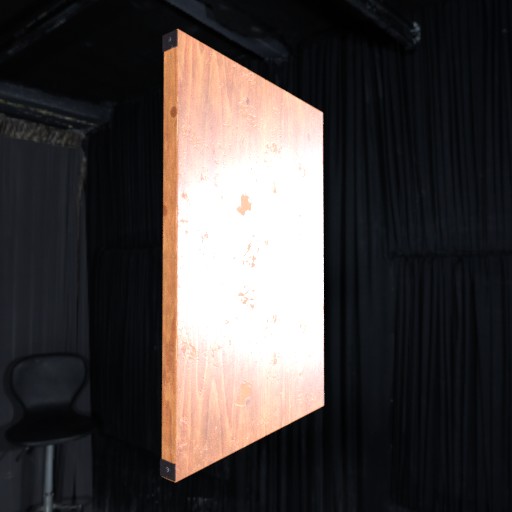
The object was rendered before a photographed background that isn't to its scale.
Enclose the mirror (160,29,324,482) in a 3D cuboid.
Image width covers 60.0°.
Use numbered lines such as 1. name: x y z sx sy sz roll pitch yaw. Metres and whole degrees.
1. mirror: 0.000 0.000 0.962 0.053 0.761 0.517 -1 -2 37
